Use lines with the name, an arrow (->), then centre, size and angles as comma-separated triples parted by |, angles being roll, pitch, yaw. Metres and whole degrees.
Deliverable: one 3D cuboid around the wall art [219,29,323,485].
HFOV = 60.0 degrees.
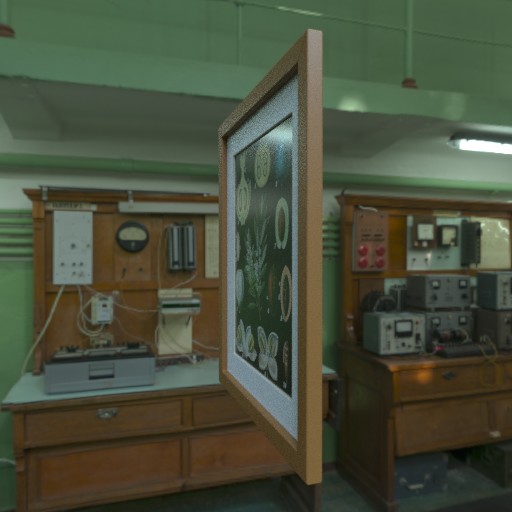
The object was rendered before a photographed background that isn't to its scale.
wall art -> 0.000, 0.000, 0.748 | 0.021, 0.550, 0.449 | 0, 1, -18
